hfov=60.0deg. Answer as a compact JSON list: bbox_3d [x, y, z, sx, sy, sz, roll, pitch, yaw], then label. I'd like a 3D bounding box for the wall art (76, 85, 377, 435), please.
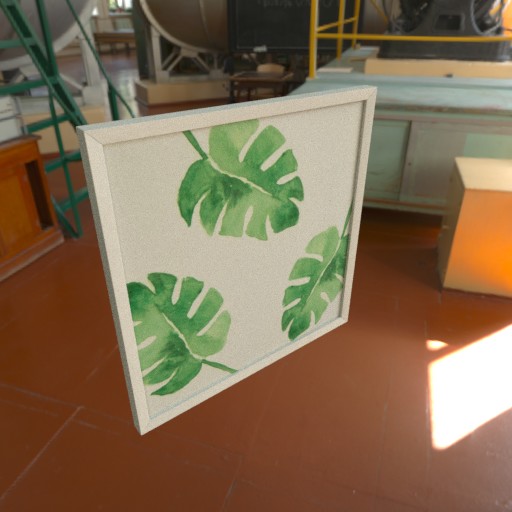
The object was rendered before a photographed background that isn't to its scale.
[{"bbox_3d":[0.000,0.000,1.146,0.762,0.762,0.040,-21,35,-32],"label":"wall art"}]
